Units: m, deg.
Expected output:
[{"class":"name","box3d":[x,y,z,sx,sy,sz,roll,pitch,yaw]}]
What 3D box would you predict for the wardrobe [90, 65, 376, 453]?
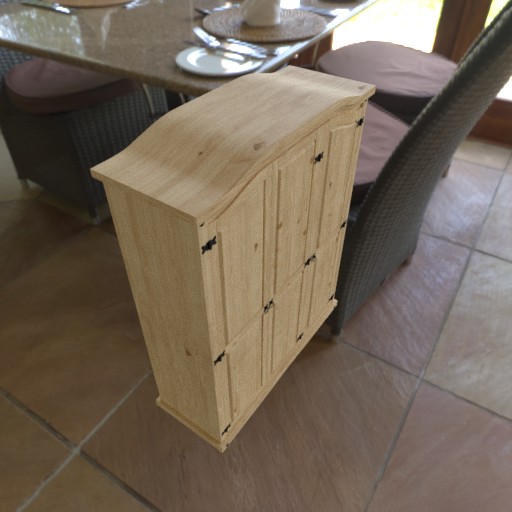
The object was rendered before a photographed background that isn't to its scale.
[{"class":"wardrobe","box3d":[0.000,0.000,2.684,0.570,1.870,1.500,25,47,26]}]
